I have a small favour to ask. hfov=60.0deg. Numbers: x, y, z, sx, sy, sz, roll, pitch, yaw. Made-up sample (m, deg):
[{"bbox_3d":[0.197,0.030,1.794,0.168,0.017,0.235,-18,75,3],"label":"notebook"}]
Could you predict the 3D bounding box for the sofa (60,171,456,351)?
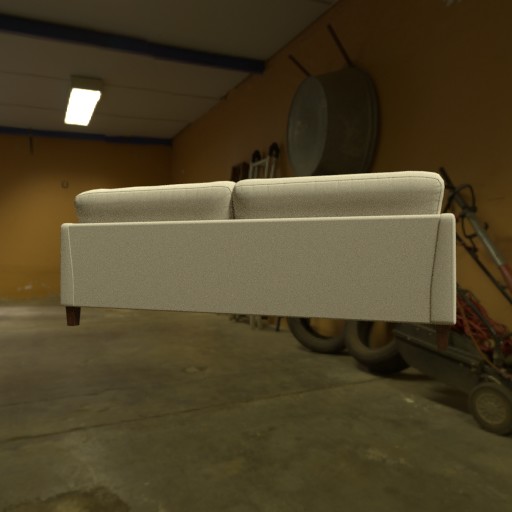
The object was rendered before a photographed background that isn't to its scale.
[{"bbox_3d":[0.000,0.000,2.820,2.301,0.863,0.957,0,1,19],"label":"sofa"}]
